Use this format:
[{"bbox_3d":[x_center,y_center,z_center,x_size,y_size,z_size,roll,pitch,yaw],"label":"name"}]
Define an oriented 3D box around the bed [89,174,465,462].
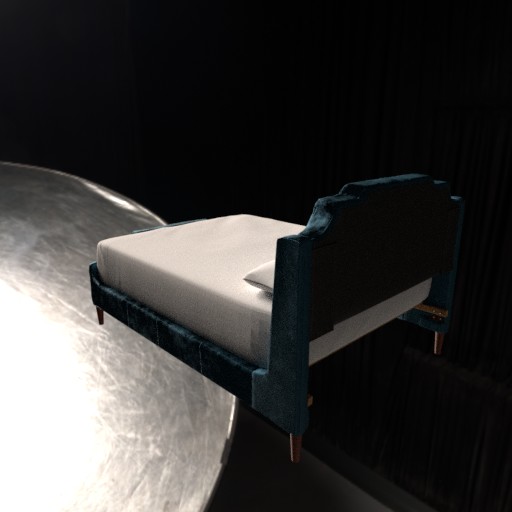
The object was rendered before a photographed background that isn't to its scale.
[{"bbox_3d":[0.000,0.000,3.335,1.678,1.338,2.322,-15,22,-41],"label":"bed"}]
